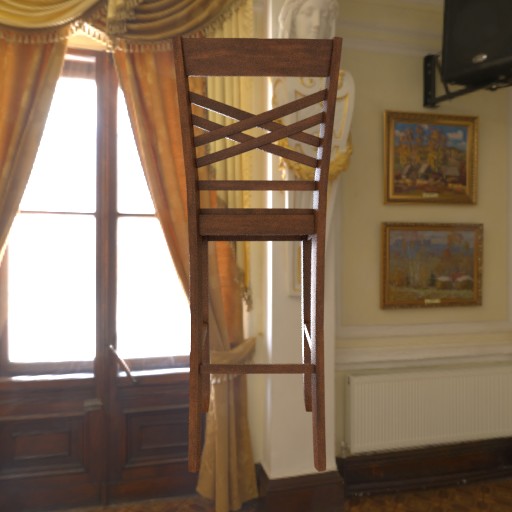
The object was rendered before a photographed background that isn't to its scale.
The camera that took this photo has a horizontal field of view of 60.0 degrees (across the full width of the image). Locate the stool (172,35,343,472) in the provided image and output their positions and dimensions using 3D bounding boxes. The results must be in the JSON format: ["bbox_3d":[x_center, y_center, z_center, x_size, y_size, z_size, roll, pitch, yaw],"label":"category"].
[{"bbox_3d":[0.000,0.000,1.341,0.426,1.098,0.504,0,0,-1],"label":"stool"}]
